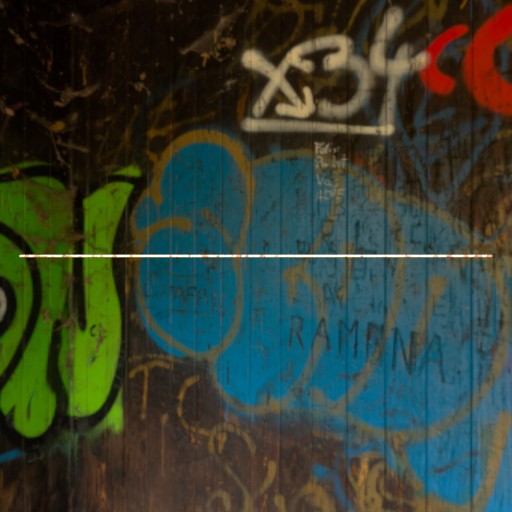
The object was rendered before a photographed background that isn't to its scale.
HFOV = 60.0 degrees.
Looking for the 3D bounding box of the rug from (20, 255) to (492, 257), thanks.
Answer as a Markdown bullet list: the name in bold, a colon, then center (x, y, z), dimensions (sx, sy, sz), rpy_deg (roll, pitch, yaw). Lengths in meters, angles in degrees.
- **rug**: center (0.000, 0.000, 3.035), dimensions (2.435, 0.011, 1.517), rpy_deg (0, 0, 0)
